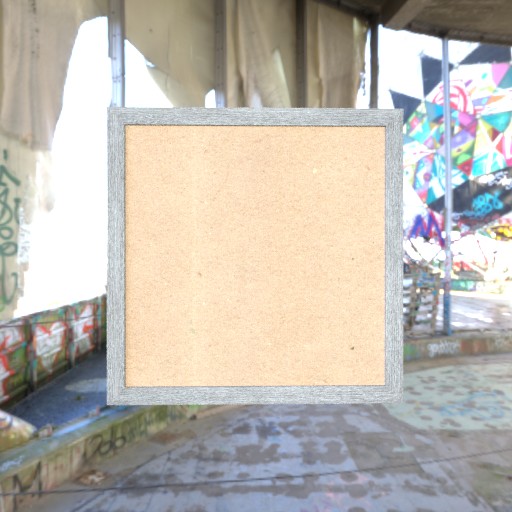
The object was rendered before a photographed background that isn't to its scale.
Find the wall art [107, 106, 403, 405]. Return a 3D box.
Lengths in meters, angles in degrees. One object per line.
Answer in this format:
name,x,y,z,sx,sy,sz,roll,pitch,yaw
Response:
wall art,0.000,0.000,1.033,0.685,0.685,0.020,0,0,-1
